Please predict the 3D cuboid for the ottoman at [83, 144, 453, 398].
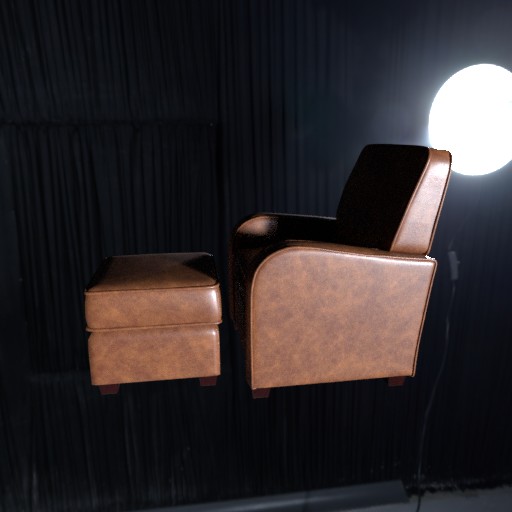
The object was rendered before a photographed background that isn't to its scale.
[{"bbox_3d":[0.000,0.000,1.847,1.314,0.904,0.732,-2,15,-9],"label":"ottoman"}]
